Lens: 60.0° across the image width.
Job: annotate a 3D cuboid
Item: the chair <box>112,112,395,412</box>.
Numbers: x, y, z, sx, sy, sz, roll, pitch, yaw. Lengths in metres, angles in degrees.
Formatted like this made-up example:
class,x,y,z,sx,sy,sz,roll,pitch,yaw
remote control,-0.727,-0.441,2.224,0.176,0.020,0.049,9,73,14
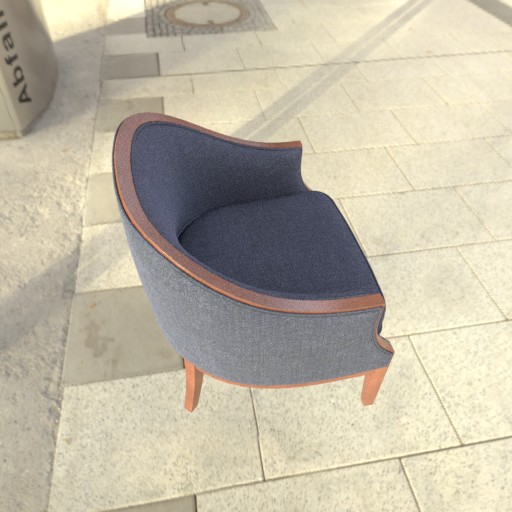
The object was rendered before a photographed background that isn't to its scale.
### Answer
class,x,y,z,sx,sy,sz,roll,pitch,yaw
chair,0.000,0.000,1.452,0.735,0.876,0.803,-9,47,-8
